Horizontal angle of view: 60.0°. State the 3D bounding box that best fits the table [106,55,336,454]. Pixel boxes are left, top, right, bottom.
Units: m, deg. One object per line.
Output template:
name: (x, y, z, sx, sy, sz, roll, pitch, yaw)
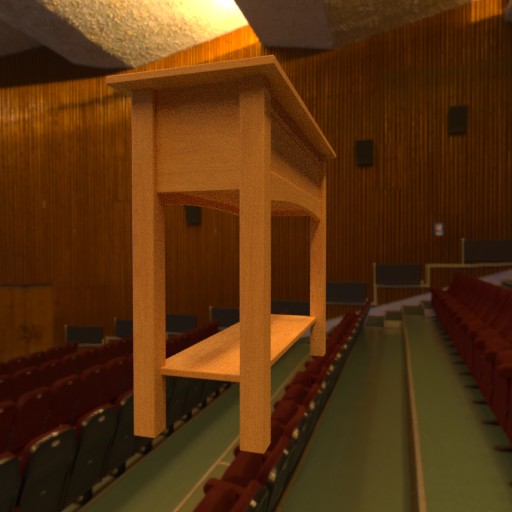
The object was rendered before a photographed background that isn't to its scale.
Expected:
table: (0.000, 0.000, 1.258, 0.340, 0.728, 0.900, 0, 2, 17)
